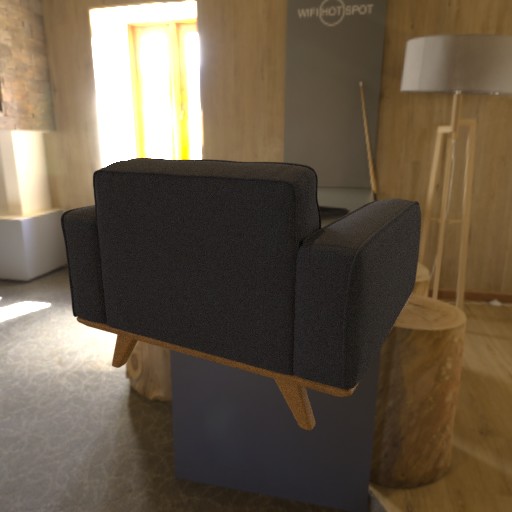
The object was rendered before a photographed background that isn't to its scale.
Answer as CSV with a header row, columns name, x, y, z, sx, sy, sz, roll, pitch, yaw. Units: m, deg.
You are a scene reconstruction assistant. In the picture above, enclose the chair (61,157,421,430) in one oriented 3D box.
name,x,y,z,sx,sy,sz,roll,pitch,yaw
chair,0.000,0.000,1.760,1.118,0.783,0.953,8,18,27
